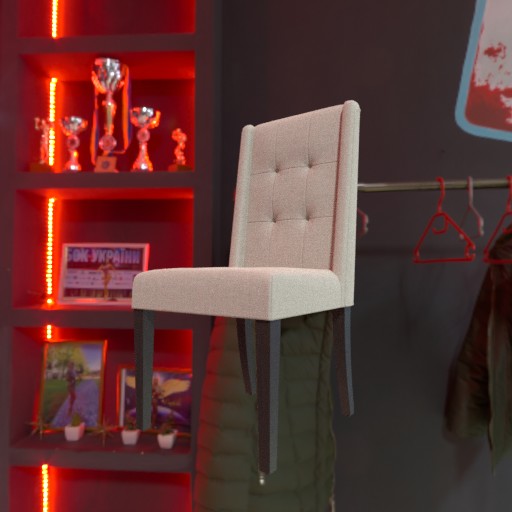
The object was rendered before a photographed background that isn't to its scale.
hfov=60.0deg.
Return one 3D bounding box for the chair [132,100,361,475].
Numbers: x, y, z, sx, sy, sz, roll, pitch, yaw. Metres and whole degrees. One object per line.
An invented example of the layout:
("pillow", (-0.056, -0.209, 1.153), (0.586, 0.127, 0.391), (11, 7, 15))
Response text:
("chair", (0.000, 0.000, 1.290), (0.474, 0.961, 0.523), (-1, -2, 37))
